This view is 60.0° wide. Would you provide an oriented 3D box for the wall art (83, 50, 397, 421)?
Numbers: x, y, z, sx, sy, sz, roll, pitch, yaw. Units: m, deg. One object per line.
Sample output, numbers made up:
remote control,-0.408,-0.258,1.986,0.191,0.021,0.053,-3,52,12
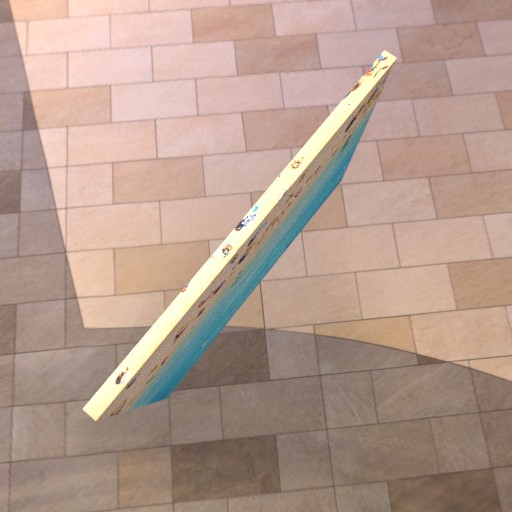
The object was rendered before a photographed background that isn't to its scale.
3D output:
wall art,0.000,0.000,1.416,0.040,0.769,1.136,37,79,9
